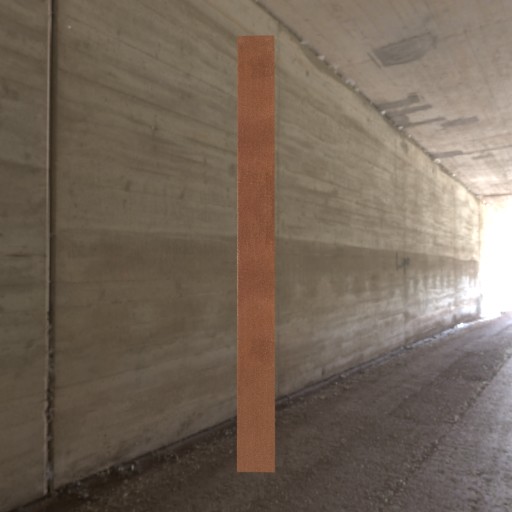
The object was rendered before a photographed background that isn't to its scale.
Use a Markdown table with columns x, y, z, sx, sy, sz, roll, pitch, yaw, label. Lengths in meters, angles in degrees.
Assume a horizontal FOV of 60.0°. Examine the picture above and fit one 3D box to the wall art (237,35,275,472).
| x | y | z | sx | sy | sz | roll | pitch | yaw | label |
| --- | --- | --- | --- | --- | --- | --- | --- | --- | --- |
| 0.000 | 0.000 | 0.609 | 0.035 | 0.403 | 0.403 | 0 | -1 | 0 | wall art |
